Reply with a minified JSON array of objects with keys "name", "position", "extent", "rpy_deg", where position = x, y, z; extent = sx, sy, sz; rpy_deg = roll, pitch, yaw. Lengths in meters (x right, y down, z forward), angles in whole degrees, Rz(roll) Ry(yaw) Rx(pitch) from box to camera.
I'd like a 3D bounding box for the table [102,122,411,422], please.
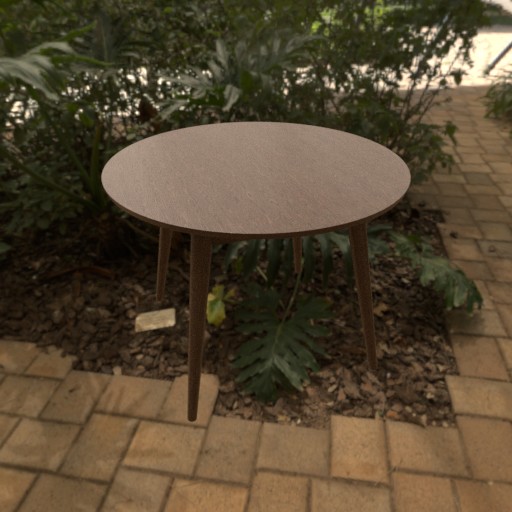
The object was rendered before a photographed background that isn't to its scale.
[{"name":"table","position":[0.000,0.000,1.780],"extent":[1.053,0.786,1.053],"rpy_deg":[0,32,0]}]
